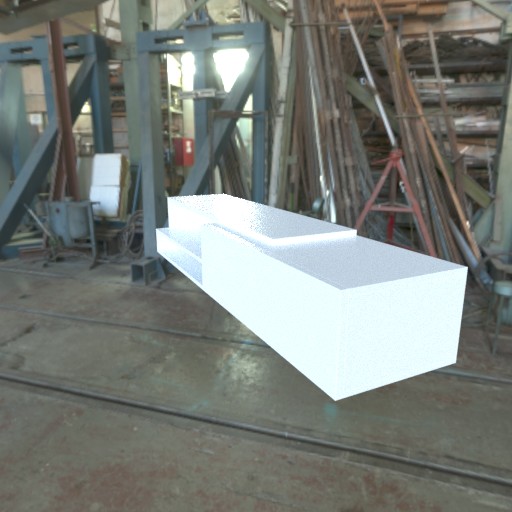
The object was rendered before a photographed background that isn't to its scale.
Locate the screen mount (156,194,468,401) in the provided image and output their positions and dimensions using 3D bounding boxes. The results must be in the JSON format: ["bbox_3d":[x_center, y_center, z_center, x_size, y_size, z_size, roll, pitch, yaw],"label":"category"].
[{"bbox_3d":[0.000,0.000,1.853,0.420,0.320,1.680,-7,16,-26],"label":"screen mount"}]
